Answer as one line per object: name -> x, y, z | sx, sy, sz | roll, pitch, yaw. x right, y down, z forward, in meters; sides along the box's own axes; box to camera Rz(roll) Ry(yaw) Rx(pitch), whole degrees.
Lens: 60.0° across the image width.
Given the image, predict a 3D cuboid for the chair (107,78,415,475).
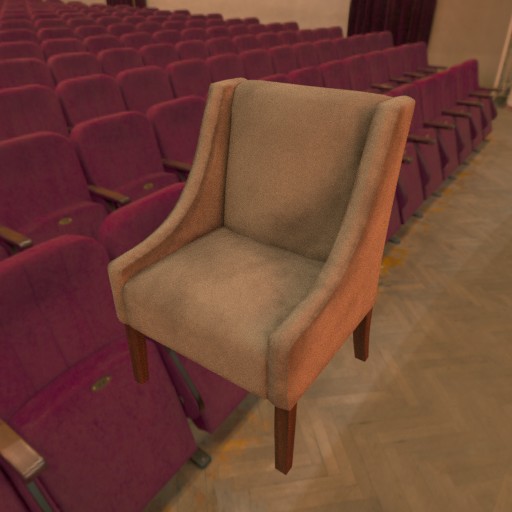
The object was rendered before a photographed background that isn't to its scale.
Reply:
chair -> 0.000, 0.000, 1.323 | 0.629, 0.895, 0.629 | 19, 35, 30
